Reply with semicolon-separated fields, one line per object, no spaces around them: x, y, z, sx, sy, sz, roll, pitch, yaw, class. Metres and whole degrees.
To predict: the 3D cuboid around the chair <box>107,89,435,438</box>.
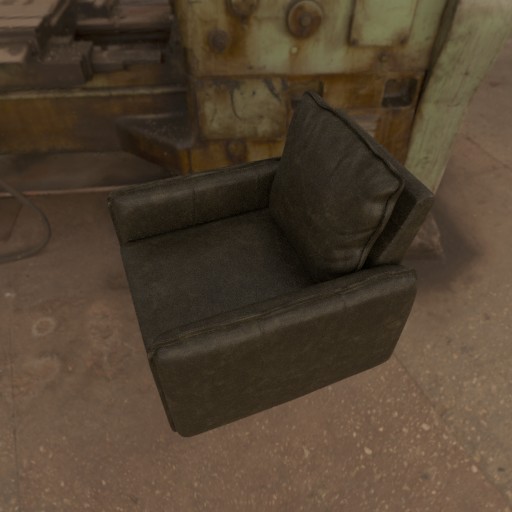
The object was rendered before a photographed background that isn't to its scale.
0.000;0.000;1.616;0.921;0.921;0.830;-16;48;-15;chair
